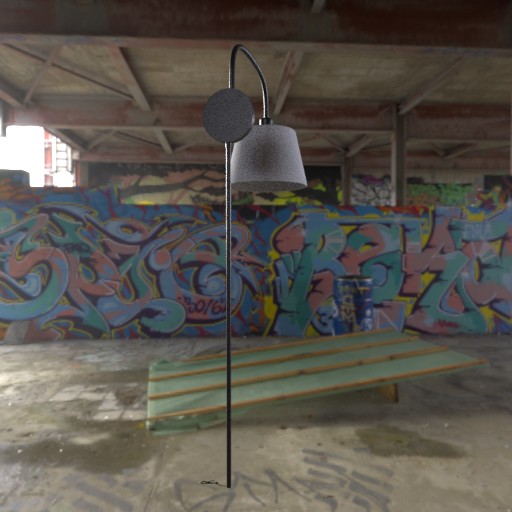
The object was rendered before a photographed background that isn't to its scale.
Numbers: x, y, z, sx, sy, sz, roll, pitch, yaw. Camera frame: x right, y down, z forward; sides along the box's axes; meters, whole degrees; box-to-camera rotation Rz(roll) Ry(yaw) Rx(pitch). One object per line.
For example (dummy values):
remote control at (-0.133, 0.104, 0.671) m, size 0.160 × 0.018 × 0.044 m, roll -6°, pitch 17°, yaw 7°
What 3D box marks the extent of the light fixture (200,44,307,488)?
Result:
light fixture at (0.000, 0.000, 0.463) m, size 0.092 × 0.399 × 0.176 m, roll 0°, pitch 1°, yaw 16°
